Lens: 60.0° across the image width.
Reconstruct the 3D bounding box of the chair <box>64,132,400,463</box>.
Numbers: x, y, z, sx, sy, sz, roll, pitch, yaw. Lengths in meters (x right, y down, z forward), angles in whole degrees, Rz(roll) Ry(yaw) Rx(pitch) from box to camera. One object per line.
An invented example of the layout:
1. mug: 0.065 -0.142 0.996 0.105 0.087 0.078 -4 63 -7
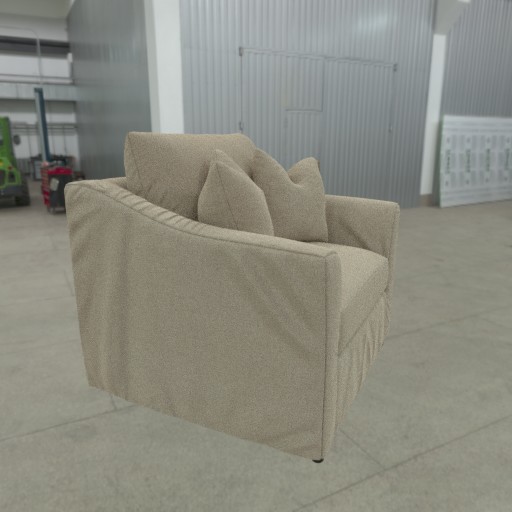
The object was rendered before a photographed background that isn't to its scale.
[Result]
1. chair: 0.000 0.000 2.024 1.071 1.093 1.194 7 16 26
